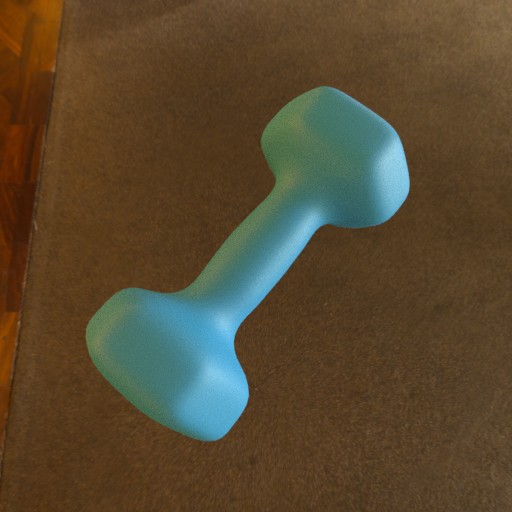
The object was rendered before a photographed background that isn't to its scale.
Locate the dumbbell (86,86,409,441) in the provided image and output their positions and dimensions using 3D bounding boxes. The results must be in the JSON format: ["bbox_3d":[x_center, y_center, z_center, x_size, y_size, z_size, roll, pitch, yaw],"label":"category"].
[{"bbox_3d":[0.000,0.000,0.193,0.074,0.066,0.152,38,77,10],"label":"dumbbell"}]
